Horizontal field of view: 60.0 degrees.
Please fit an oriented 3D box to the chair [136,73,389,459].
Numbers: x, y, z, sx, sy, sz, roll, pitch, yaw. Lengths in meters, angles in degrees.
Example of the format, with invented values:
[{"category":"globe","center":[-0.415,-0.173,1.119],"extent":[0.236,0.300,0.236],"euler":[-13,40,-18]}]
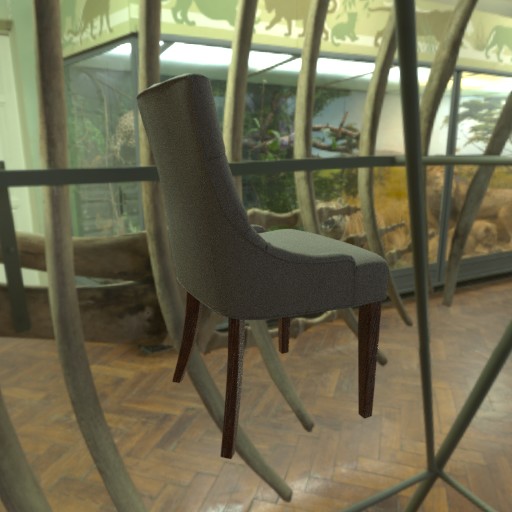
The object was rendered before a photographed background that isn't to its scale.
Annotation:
[{"category":"chair","center":[0.000,0.000,1.232],"extent":[0.565,0.874,0.509],"euler":[-7,15,-26]}]
